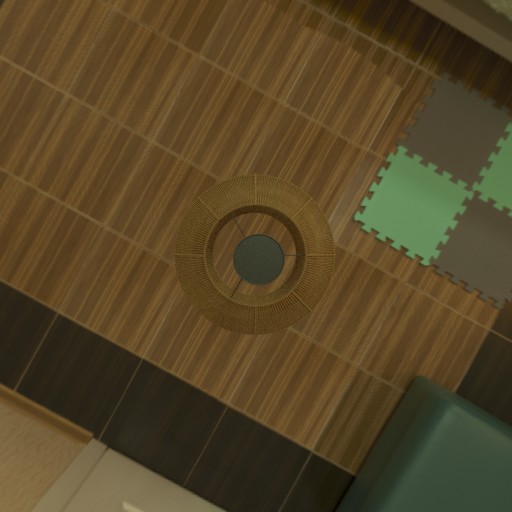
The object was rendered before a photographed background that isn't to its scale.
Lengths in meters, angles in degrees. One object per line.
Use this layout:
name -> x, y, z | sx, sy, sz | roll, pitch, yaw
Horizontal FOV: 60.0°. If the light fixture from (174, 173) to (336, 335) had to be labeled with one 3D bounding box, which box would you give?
light fixture -> 0.000, 0.000, 1.421 | 0.643, 1.009, 0.643 | 0, 91, -1
